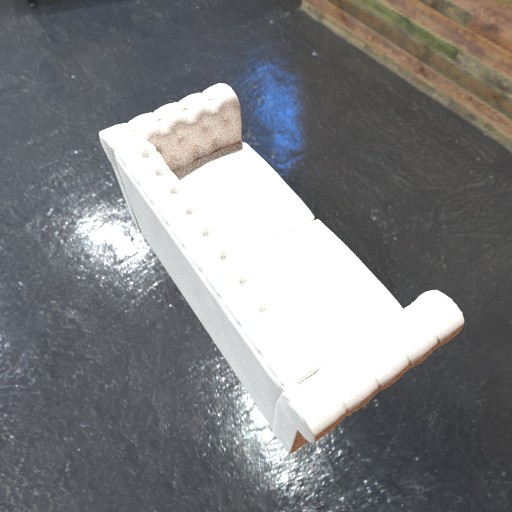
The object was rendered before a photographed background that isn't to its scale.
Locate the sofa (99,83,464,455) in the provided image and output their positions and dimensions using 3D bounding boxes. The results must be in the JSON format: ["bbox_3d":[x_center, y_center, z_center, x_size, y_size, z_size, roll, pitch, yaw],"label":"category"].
[{"bbox_3d":[0.000,0.000,2.266,0.771,0.796,1.798,-29,61,-18],"label":"sofa"}]
